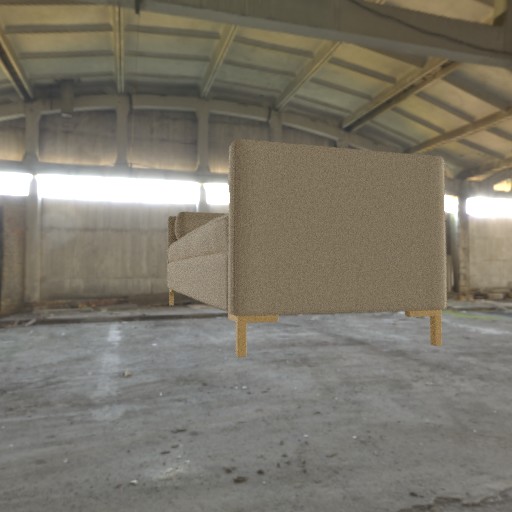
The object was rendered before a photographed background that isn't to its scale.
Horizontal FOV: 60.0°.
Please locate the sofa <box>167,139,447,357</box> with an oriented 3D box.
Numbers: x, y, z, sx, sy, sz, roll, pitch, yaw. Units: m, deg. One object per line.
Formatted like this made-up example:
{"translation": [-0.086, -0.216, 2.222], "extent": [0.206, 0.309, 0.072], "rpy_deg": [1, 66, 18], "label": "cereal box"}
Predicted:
{"translation": [0.000, 0.000, 2.295], "extent": [0.746, 0.641, 1.985], "rpy_deg": [1, -2, -17], "label": "sofa"}
